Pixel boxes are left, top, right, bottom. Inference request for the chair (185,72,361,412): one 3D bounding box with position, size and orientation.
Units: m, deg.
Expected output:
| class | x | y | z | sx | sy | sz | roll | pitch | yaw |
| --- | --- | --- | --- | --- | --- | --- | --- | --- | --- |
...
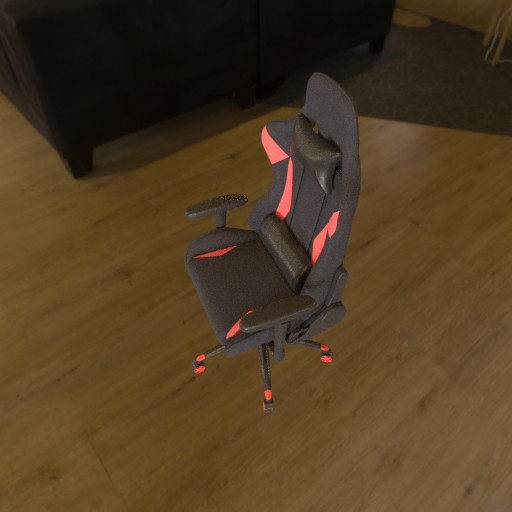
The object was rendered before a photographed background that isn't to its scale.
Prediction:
| class | x | y | z | sx | sy | sz | roll | pitch | yaw |
| --- | --- | --- | --- | --- | --- | --- | --- | --- | --- |
| chair | 0.000 | 0.000 | 1.749 | 0.658 | 1.326 | 0.695 | -17 | 48 | -16 |
